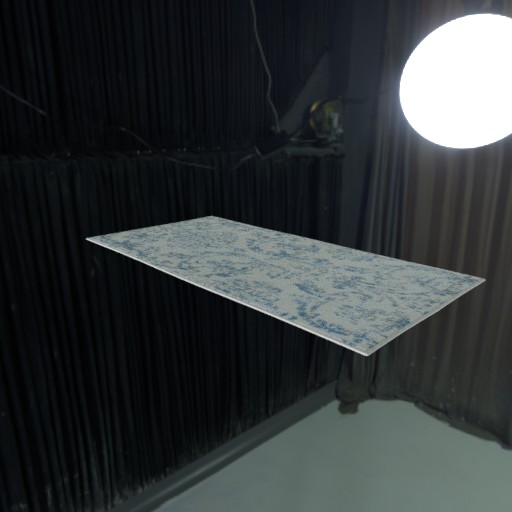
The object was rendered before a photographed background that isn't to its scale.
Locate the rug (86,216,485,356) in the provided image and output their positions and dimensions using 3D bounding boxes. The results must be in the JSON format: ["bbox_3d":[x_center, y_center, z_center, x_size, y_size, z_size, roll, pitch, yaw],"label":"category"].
[{"bbox_3d":[0.000,0.000,1.452,0.605,0.007,1.220,-16,23,-42],"label":"rug"}]
